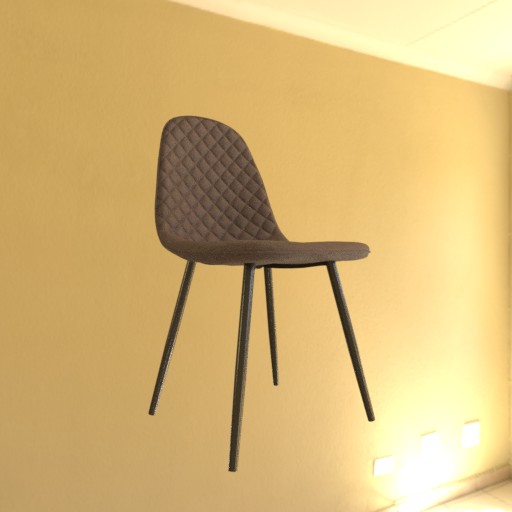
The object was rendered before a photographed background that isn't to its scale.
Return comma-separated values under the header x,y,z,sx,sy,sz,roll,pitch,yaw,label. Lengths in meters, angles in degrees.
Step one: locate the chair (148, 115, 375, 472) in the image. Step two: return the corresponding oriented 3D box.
x,y,z,sx,sy,sz,roll,pitch,yaw,label
0.000,0.000,1.226,0.472,0.889,0.561,-1,1,-37,chair
